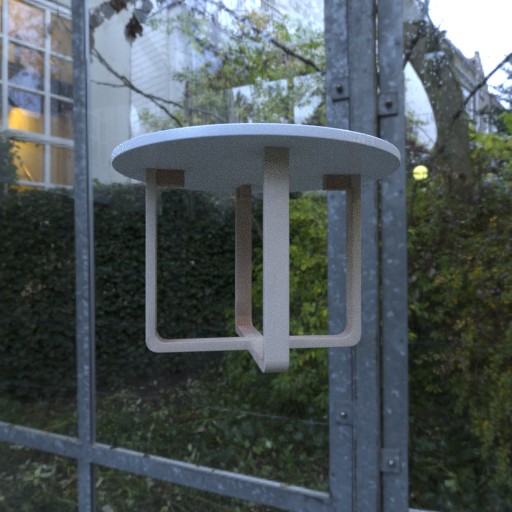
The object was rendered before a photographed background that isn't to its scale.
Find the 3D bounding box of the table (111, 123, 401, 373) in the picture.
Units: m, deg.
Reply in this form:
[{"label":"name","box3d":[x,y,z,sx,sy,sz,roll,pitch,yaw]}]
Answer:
[{"label":"table","box3d":[0.000,0.000,0.968,0.600,0.400,0.600,0,0,0]}]
